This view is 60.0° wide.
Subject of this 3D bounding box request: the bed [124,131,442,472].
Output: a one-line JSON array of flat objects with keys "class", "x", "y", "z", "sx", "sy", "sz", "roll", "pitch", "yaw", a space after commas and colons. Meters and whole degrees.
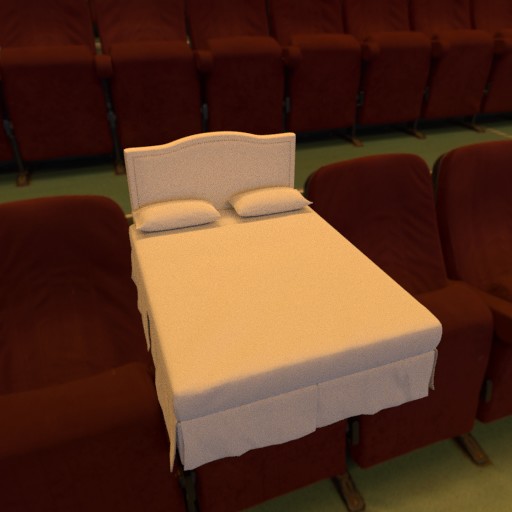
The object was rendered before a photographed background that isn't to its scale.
[{"class": "bed", "x": 0.000, "y": 0.000, "z": 3.637, "sx": 1.977, "sy": 1.437, "sz": 2.477, "roll": -10, "pitch": 32, "yaw": -17}]
